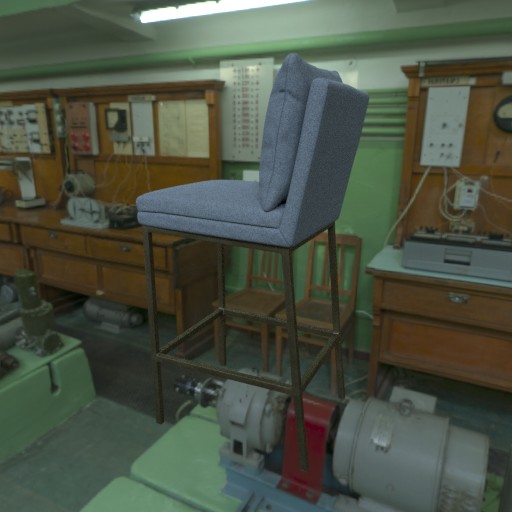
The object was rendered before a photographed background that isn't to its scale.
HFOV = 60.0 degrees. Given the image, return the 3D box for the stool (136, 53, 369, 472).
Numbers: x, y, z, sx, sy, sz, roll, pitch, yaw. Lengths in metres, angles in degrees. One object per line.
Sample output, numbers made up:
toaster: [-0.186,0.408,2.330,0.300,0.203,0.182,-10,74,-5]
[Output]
stool: [0.000,0.000,1.423,0.569,1.130,0.463,8,18,25]
